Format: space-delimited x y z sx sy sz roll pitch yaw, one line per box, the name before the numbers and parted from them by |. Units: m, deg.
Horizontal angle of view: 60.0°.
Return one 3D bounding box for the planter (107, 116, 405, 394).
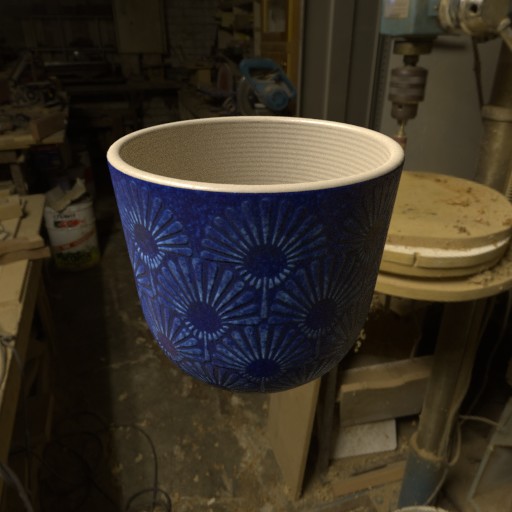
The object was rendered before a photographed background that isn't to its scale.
planter | 0.000 0.000 0.297 0.170 0.153 0.170 0 28 0
